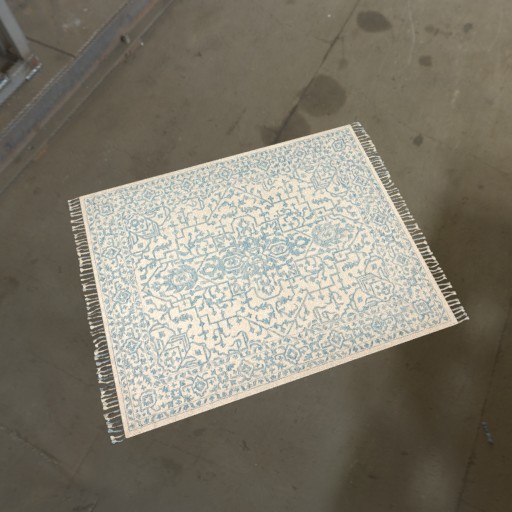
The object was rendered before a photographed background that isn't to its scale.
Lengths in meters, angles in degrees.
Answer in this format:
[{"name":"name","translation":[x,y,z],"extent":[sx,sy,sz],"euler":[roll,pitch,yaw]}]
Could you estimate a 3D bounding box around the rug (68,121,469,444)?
[{"name":"rug","translation":[0.000,0.000,4.300],"extent":[3.327,0.010,2.464],"euler":[-17,66,-8]}]
